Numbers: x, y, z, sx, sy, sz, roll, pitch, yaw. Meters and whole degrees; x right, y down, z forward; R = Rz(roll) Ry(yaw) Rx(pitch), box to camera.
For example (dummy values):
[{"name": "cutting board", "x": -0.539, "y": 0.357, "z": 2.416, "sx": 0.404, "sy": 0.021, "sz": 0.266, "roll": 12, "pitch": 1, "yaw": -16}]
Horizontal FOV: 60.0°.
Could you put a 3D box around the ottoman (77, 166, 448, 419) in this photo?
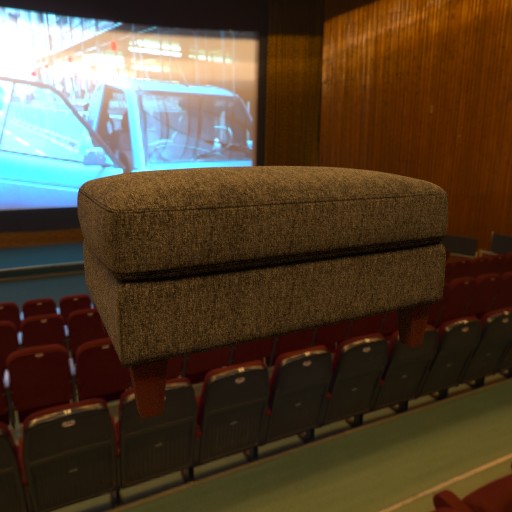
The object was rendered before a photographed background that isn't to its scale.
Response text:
[{"name": "ottoman", "x": 0.000, "y": 0.000, "z": 1.222, "sx": 0.864, "sy": 0.483, "sz": 0.584, "roll": -7, "pitch": 15, "yaw": -26}]
